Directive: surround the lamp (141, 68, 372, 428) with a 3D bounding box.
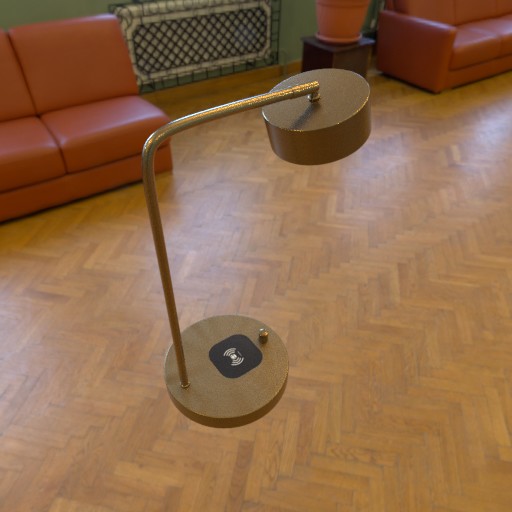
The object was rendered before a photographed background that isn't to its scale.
[{"bbox_3d":[0.000,0.000,0.524,0.270,0.380,0.171,-25,46,-26],"label":"lamp"}]
